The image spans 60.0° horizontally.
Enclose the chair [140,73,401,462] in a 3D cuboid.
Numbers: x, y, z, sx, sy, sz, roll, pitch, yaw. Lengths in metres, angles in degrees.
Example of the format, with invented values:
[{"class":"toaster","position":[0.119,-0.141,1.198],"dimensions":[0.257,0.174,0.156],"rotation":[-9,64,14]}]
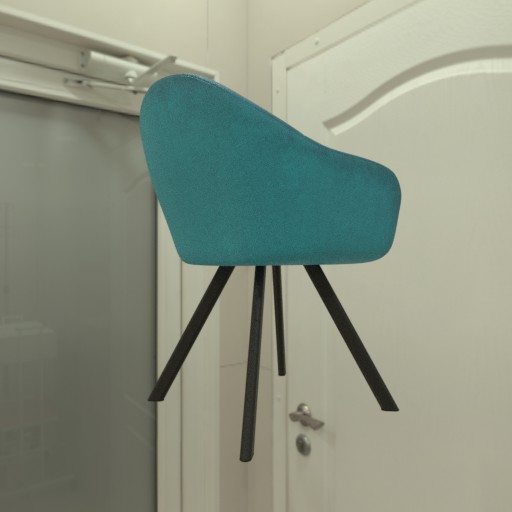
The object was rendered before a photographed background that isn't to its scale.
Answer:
[{"class":"chair","position":[0.000,0.000,1.137],"dimensions":[0.570,0.780,0.540],"rotation":[0,0,-37]}]
